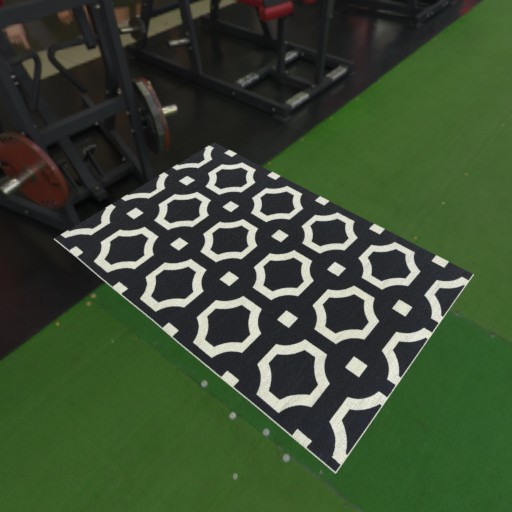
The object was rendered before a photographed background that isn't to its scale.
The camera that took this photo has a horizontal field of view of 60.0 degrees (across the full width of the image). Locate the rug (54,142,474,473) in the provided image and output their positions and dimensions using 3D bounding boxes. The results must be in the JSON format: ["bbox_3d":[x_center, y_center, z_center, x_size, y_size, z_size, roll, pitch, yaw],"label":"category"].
[{"bbox_3d":[0.000,0.000,2.899,2.286,0.016,1.555,32,55,26],"label":"rug"}]
